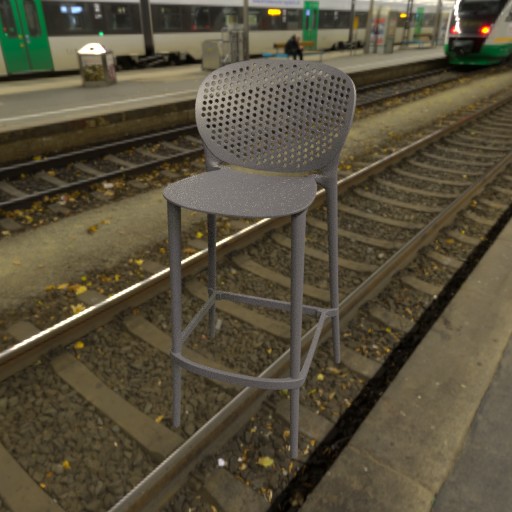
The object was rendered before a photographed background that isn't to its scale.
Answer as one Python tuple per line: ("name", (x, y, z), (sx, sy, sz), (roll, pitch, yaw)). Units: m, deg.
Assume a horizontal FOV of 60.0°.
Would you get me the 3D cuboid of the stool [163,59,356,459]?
("stool", (0.000, 0.000, 1.328), (0.536, 1.045, 0.535), (8, 29, 15))
